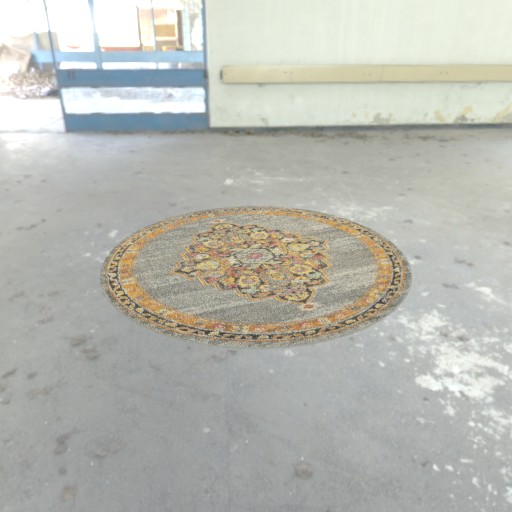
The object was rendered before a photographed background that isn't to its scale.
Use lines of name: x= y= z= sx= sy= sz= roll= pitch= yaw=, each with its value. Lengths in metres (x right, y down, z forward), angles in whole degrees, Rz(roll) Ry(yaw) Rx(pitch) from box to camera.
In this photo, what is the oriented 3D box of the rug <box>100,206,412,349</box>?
rug: x=0.000 y=0.000 z=3.546 sx=2.382 sy=0.014 sz=2.382 roll=0 pitch=26 yaw=0
